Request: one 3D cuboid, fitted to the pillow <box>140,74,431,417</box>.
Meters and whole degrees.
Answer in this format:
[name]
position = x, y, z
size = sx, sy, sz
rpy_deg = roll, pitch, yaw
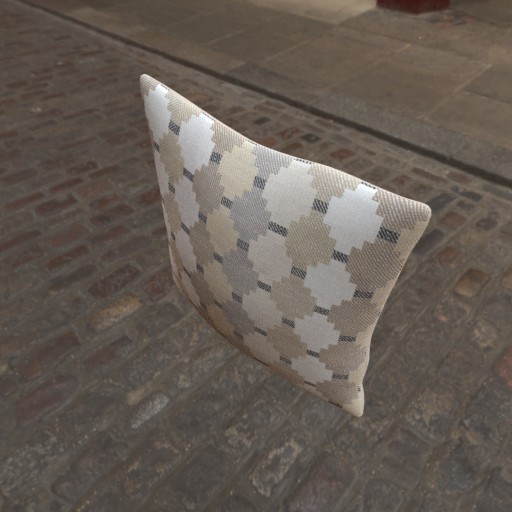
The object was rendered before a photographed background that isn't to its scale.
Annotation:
[pillow]
position = 0.000, 0.000, 0.856
size = 0.578, 0.558, 0.192
rpy_deg = 32, 52, 28
